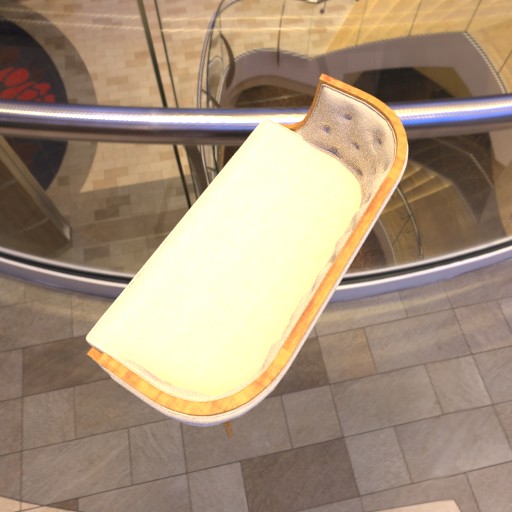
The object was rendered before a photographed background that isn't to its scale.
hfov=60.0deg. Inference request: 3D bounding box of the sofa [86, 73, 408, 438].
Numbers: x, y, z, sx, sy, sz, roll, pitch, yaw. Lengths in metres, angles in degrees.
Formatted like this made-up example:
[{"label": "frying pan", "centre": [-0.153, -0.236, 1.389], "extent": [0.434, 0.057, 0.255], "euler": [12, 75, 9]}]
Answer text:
[{"label": "sofa", "centre": [0.000, 0.000, 1.938], "extent": [0.770, 0.775, 1.474], "euler": [30, 68, 13]}]
